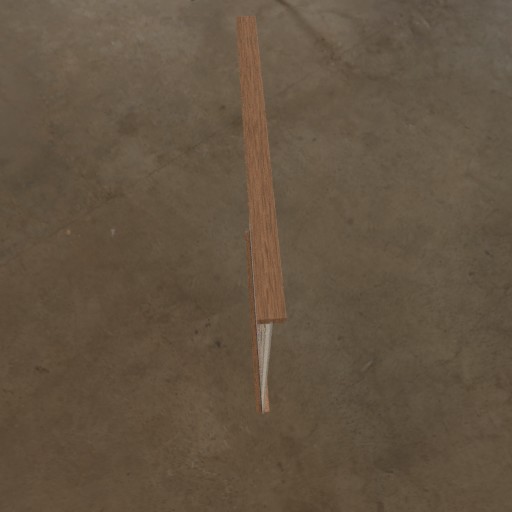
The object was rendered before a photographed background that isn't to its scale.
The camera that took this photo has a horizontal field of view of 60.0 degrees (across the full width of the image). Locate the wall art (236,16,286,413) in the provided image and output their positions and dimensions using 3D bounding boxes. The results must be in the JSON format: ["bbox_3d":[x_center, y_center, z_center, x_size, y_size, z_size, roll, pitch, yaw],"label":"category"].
[{"bbox_3d":[0.000,0.000,0.796,0.028,0.609,0.456,-3,63,-2],"label":"wall art"}]
